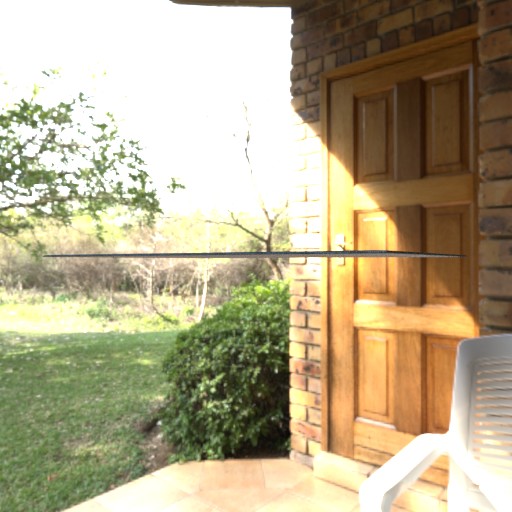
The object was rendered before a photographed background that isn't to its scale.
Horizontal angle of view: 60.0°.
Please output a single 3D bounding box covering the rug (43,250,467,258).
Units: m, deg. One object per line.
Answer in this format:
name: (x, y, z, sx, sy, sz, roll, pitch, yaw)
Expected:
rug: (0.000, 0.000, 2.822, 2.207, 0.014, 1.567, 0, -1, 35)
